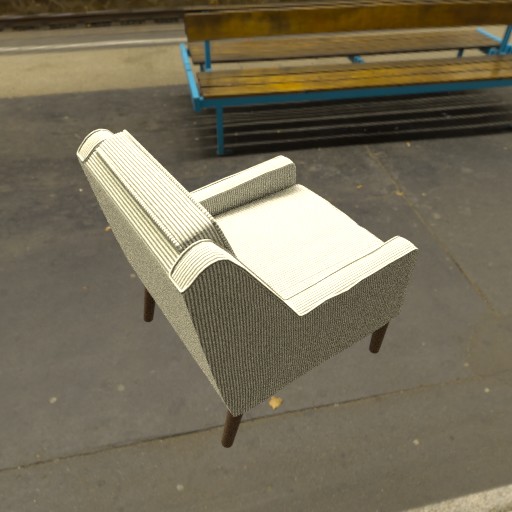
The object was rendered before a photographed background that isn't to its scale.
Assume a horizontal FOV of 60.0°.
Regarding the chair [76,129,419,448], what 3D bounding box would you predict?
[{"bbox_3d":[0.000,0.000,1.364,0.743,0.792,0.663,-24,47,-25],"label":"chair"}]
